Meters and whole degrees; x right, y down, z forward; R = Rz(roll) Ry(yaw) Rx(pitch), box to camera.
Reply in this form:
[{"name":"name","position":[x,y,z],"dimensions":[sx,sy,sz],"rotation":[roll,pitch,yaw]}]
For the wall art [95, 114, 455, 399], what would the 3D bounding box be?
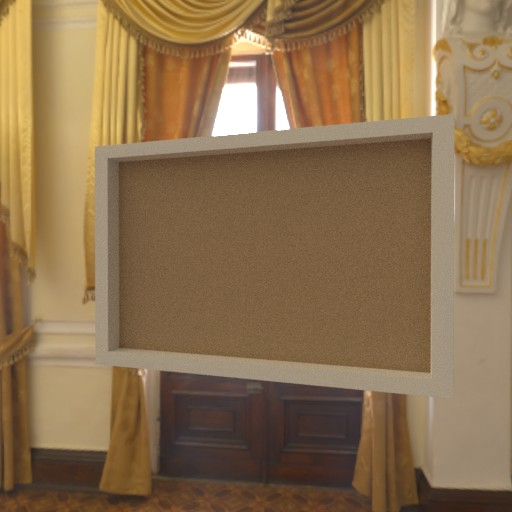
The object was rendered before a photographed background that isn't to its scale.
[{"name":"wall art","position":[0.000,0.000,0.472],"dimensions":[0.384,0.254,0.039],"rotation":[0,1,19]}]
